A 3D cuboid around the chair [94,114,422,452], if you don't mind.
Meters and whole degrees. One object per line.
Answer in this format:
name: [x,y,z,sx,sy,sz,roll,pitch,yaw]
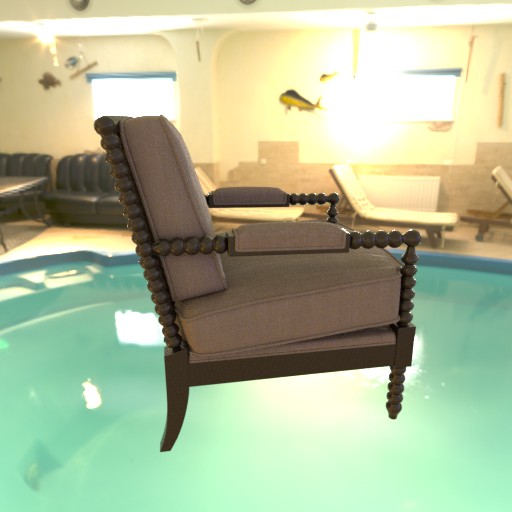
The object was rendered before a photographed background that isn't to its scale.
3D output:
chair: [0.000,0.000,1.084,0.622,0.661,0.540,-3,18,-10]
